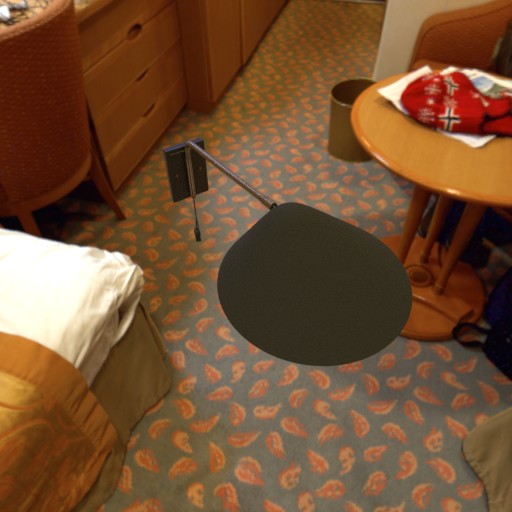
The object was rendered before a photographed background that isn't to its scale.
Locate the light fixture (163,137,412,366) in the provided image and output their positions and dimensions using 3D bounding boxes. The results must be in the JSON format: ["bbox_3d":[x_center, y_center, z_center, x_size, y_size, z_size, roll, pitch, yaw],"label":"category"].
[{"bbox_3d":[0.000,0.000,0.692,0.240,0.312,0.516,-24,51,-21],"label":"light fixture"}]
